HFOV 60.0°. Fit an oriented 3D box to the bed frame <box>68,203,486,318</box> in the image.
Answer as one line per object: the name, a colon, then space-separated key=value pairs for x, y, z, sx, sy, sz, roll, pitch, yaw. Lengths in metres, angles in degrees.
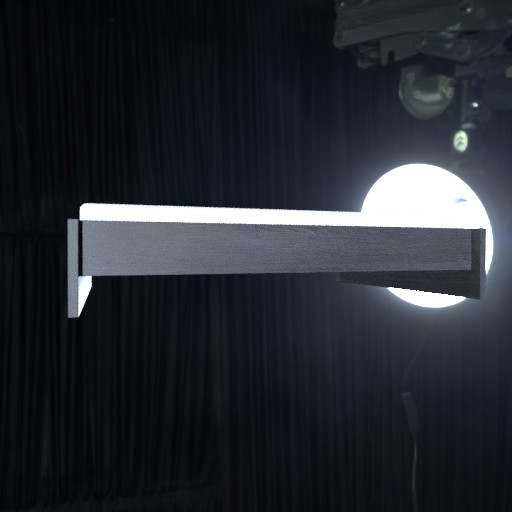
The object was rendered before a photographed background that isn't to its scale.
bed frame: x=0.000 y=0.000 z=2.629 sx=1.950 sy=0.432 sz=1.490 roll=0 pitch=1 yaw=-19
